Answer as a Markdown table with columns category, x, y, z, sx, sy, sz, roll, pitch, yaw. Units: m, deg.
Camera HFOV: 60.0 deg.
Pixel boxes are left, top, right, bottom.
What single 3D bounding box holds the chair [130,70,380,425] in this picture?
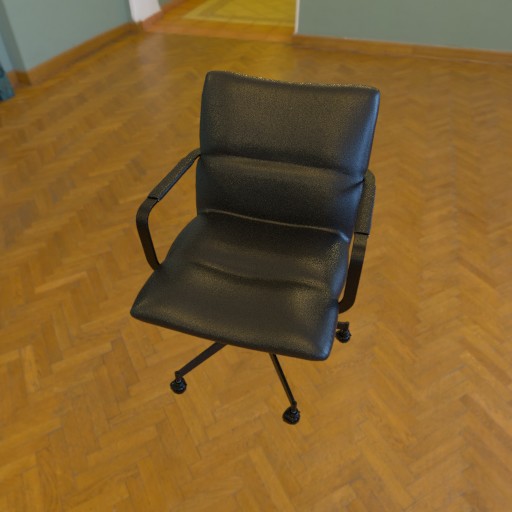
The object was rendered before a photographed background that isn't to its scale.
| category | x | y | z | sx | sy | sz | roll | pitch | yaw |
| --- | --- | --- | --- | --- | --- | --- | --- | --- | --- |
| chair | 0.000 | 0.000 | 1.456 | 0.719 | 0.922 | 0.748 | 11 | 43 | 12 |
